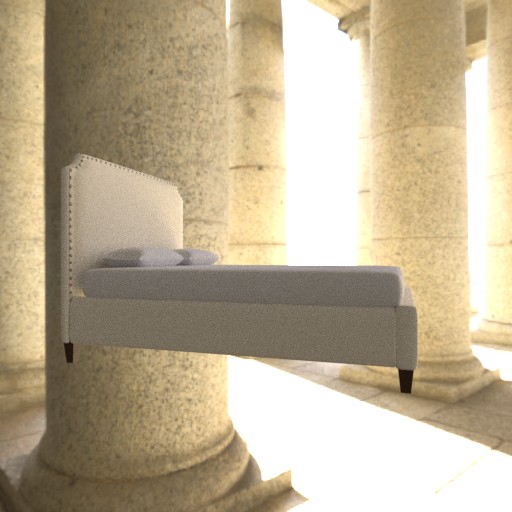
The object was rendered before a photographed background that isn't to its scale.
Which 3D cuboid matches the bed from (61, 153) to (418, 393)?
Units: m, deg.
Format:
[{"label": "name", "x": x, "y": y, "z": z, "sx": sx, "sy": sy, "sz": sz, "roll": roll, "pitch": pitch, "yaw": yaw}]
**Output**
[{"label": "bed", "x": 0.000, "y": 0.000, "z": 3.527, "sx": 2.372, "sy": 1.497, "sz": 1.712, "roll": 0, "pitch": 0, "yaw": 18}]
